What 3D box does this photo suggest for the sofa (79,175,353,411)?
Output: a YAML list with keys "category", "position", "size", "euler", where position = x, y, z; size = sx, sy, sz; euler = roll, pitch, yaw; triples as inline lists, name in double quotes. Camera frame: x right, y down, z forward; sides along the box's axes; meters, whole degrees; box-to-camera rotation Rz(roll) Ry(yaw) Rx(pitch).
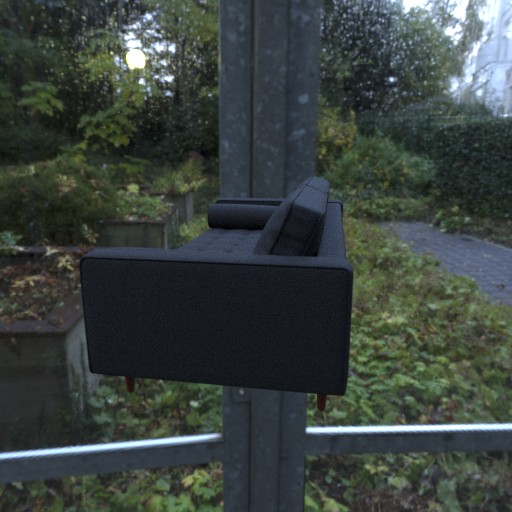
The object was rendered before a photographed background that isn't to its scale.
- category: "sofa"
  position: [0.000, 0.000, 2.320]
  size: [0.914, 0.759, 1.875]
  euler: [2, 14, 10]
